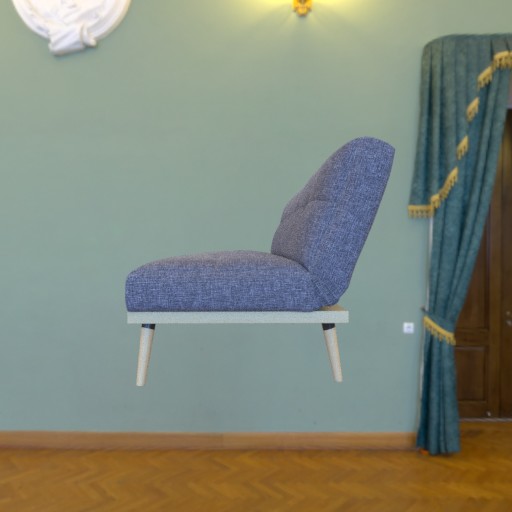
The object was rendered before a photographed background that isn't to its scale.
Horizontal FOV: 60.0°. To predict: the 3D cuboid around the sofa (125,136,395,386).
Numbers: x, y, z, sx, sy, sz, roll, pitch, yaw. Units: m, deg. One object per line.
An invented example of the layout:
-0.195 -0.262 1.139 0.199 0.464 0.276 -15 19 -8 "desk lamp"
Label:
0.000 0.000 2.213 0.820 0.770 1.820 0 1 -1 "sofa"
